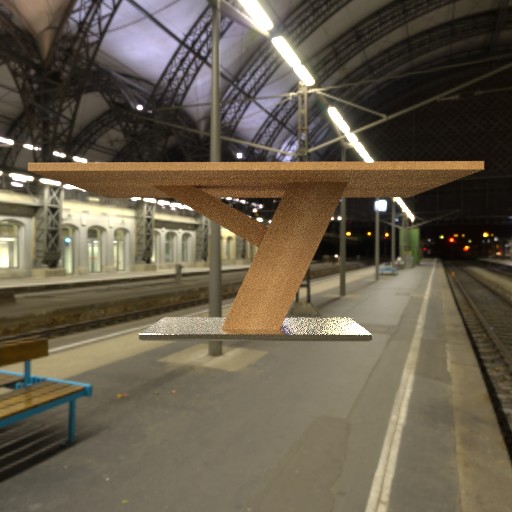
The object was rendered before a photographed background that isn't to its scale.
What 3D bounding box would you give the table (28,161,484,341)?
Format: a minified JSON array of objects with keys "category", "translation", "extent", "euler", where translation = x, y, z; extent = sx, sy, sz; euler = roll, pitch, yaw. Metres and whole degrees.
[{"category":"table","translation":[0.000,0.000,2.202],"extent":[1.800,0.750,0.900],"euler":[0,1,1]}]
